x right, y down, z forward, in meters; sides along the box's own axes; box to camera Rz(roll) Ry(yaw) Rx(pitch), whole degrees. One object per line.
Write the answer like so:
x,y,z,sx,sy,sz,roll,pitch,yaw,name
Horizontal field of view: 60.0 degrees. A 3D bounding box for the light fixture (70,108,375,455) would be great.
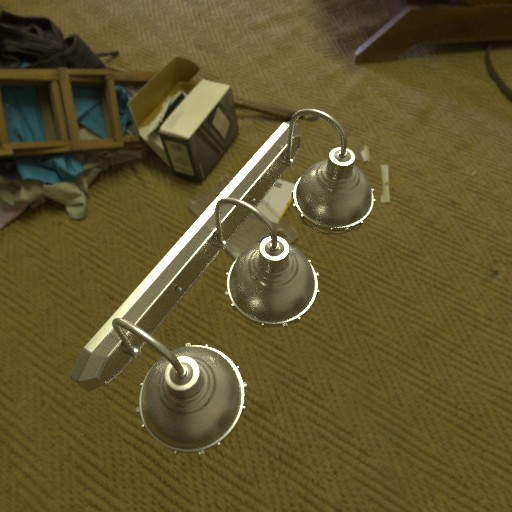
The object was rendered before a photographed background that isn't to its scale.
0.000,0.000,0.746,0.229,0.254,0.634,28,62,17,light fixture
